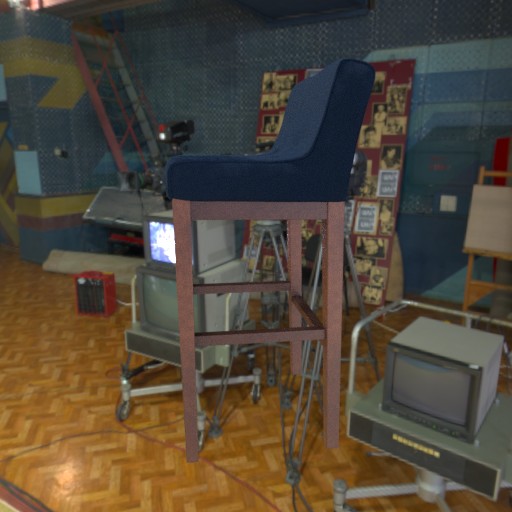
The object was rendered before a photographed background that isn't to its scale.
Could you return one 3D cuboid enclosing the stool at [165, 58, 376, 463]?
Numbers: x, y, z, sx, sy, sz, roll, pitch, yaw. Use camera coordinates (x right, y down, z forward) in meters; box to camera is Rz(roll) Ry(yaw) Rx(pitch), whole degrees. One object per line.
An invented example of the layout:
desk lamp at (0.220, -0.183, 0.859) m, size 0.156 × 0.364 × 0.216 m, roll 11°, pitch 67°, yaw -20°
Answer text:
stool at (0.000, 0.000, 1.334) m, size 0.500 × 1.037 × 0.511 m, roll -2°, pitch 14°, yaw -8°
